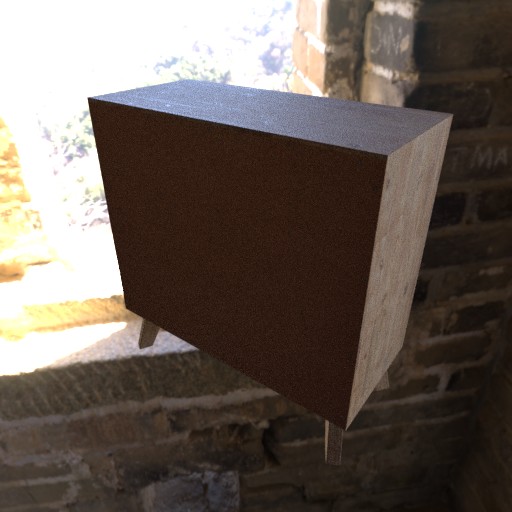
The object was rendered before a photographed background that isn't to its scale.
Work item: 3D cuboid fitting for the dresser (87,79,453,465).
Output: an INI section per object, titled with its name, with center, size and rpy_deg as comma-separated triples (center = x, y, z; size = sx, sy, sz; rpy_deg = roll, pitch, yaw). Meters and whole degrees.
[dresser]
center = 0.000, 0.000, 1.563
size = 0.998, 1.029, 0.455
rpy_deg = 21, 36, 31
